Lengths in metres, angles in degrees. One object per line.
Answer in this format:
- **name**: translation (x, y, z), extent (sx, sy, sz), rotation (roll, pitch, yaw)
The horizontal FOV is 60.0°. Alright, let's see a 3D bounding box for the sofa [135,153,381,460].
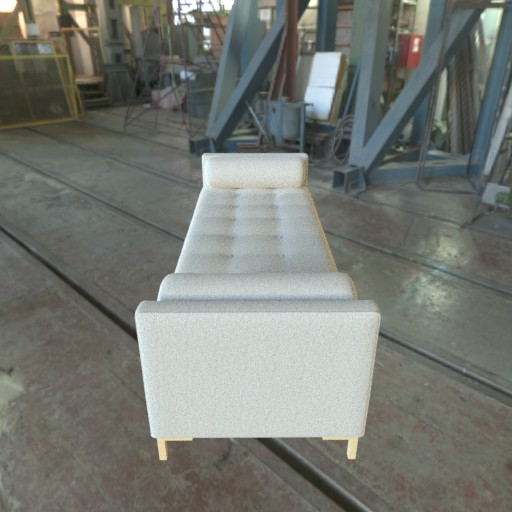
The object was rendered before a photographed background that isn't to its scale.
- **sofa**: translation (0.000, 0.000, 2.293), extent (0.746, 0.641, 1.985), rotation (0, 26, 0)
